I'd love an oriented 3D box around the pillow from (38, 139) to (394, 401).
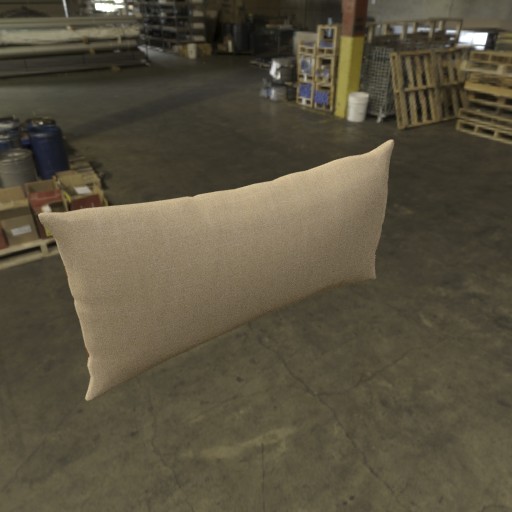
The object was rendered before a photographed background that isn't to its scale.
[{"bbox_3d":[0.000,0.000,0.733,0.612,0.308,0.148,-18,35,-28],"label":"pillow"}]
